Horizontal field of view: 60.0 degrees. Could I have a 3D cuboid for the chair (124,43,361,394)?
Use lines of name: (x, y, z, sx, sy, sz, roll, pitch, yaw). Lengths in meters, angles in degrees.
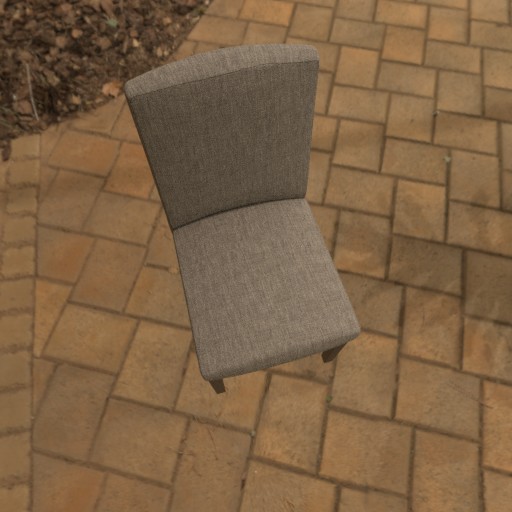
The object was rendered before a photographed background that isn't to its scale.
chair: (0.000, 0.000, 1.244, 0.451, 0.917, 0.580, -14, 65, -7)
